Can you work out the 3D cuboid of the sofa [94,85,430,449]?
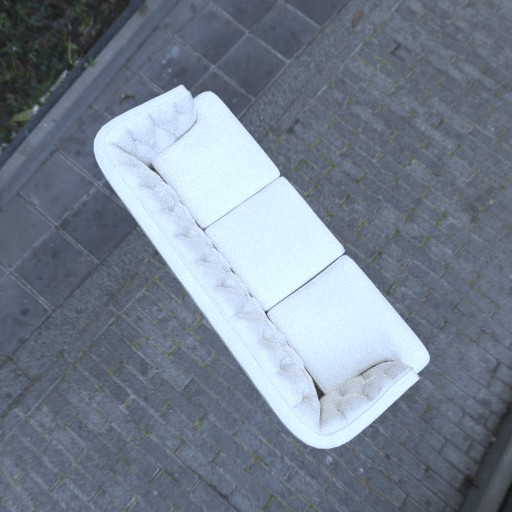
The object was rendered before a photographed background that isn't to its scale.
[{"bbox_3d":[0.000,0.000,2.792,0.941,0.855,2.278,-36,79,-8],"label":"sofa"}]
